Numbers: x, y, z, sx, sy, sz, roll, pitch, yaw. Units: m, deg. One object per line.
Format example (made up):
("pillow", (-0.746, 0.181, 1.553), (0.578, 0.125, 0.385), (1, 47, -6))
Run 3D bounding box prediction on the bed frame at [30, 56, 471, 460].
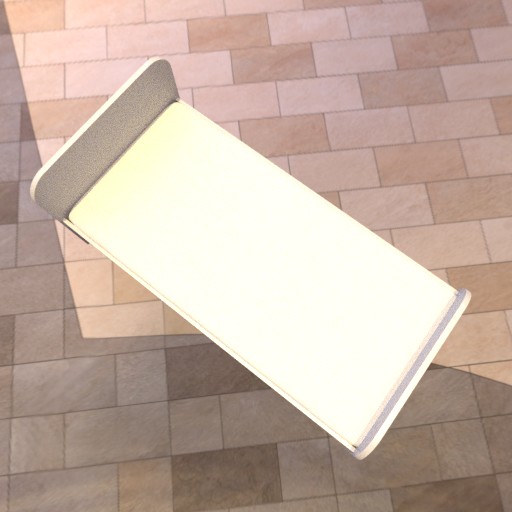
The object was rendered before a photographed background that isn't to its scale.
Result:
("bed frame", (0.000, 0.000, 2.361), (1.963, 0.805, 0.998), (37, 78, 9))
